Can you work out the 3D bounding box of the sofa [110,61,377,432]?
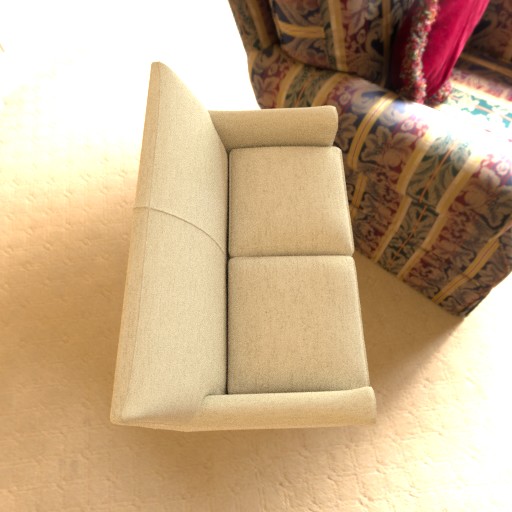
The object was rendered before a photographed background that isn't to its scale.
[{"bbox_3d":[0.000,0.000,1.998,0.891,0.892,1.482,-1,64,-1],"label":"sofa"}]
